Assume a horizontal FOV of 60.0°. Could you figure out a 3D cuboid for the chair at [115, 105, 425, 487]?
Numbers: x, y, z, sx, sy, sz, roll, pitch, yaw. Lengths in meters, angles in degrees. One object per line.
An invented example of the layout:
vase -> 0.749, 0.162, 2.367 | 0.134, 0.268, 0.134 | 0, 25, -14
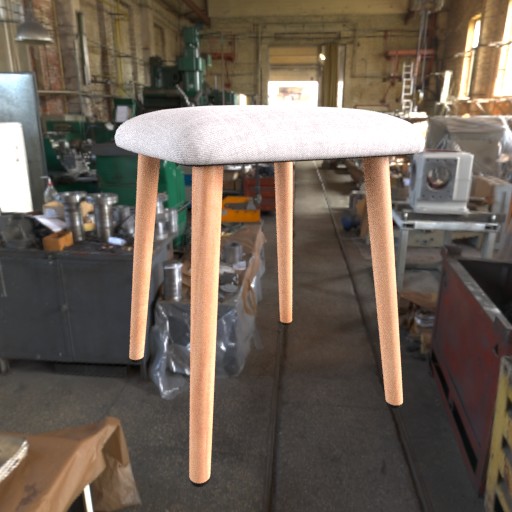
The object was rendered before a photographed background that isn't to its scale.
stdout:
chair -> 0.000, 0.000, 0.684 | 0.350, 0.440, 0.350 | -9, 20, -27
